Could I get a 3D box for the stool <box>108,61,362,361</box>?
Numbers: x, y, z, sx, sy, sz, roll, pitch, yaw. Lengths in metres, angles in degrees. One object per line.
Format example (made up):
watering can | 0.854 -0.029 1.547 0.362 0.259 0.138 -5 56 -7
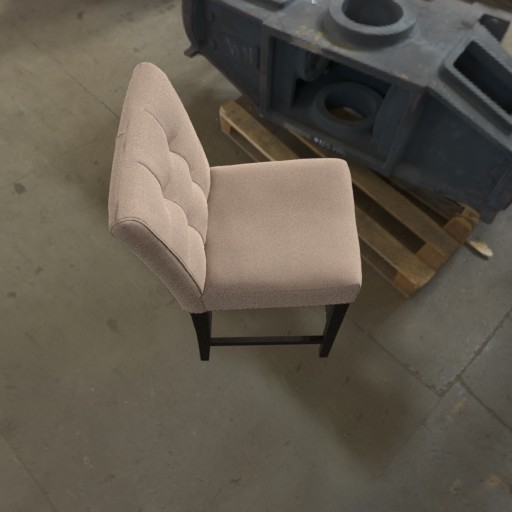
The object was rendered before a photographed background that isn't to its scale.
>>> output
stool | 0.000 0.000 1.304 0.548 1.047 0.411 0 64 0
